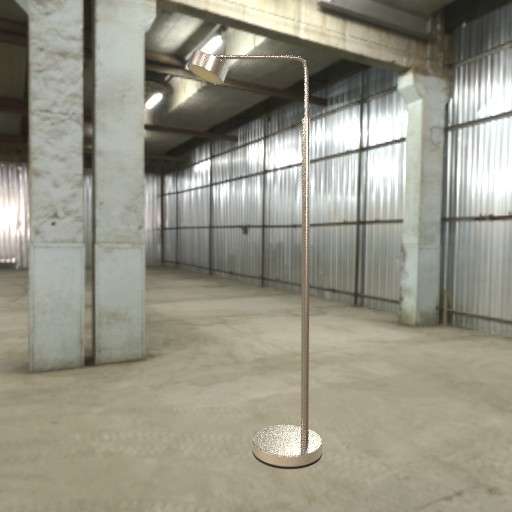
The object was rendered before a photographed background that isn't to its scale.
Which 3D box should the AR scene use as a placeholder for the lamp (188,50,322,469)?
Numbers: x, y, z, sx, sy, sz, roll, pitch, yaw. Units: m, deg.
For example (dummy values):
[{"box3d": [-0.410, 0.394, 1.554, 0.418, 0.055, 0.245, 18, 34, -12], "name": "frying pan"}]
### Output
[{"box3d": [0.000, 0.000, 1.392, 0.421, 1.250, 0.222, 0, 2, 0], "name": "lamp"}]
